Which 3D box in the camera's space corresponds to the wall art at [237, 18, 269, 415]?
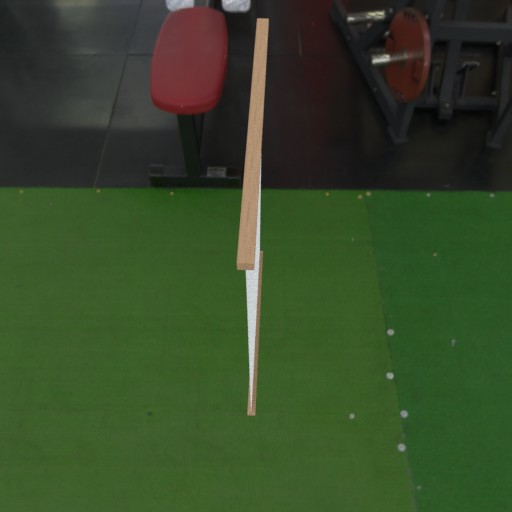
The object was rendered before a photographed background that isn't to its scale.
[{"bbox_3d":[0.000,0.000,0.645,0.013,0.510,0.335,2,58,1],"label":"wall art"}]
